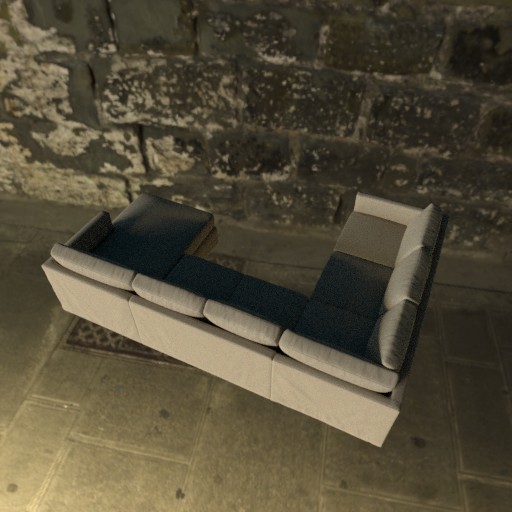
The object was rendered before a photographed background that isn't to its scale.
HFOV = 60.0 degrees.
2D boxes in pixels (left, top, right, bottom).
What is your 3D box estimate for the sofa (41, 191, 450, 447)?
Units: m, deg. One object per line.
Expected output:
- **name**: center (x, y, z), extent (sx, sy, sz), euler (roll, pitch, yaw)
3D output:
- **sofa**: center (0.000, 0.000, 4.665), extent (3.460, 0.882, 2.427), euler (19, 49, 17)
